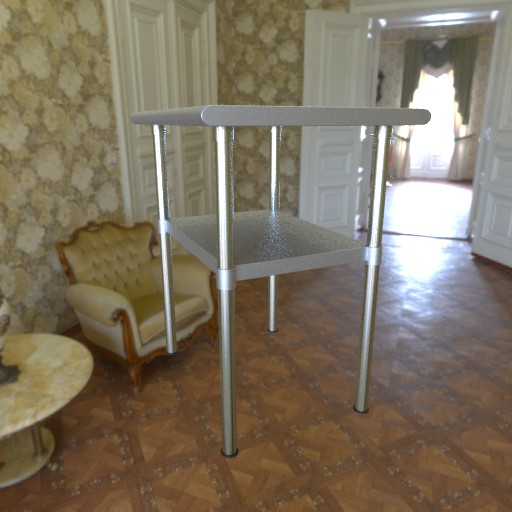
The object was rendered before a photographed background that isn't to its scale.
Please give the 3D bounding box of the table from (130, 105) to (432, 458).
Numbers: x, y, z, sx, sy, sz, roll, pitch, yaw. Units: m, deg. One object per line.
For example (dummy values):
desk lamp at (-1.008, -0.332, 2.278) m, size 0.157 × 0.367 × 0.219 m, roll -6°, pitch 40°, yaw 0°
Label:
table at (0.000, 0.000, 1.407) m, size 0.584 × 0.876 × 0.762 m, roll -8°, pitch 19°, yaw -24°
